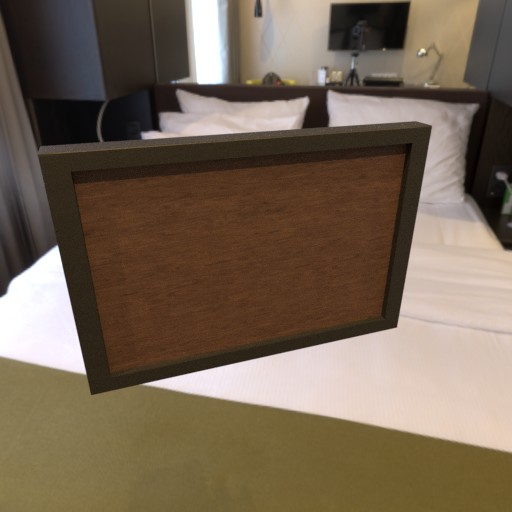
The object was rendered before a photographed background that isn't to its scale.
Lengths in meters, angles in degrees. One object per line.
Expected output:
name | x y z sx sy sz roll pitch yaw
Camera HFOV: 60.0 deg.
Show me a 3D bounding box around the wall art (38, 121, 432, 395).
wall art | 0.000 0.000 0.847 0.671 0.456 0.051 -9 28 -17
